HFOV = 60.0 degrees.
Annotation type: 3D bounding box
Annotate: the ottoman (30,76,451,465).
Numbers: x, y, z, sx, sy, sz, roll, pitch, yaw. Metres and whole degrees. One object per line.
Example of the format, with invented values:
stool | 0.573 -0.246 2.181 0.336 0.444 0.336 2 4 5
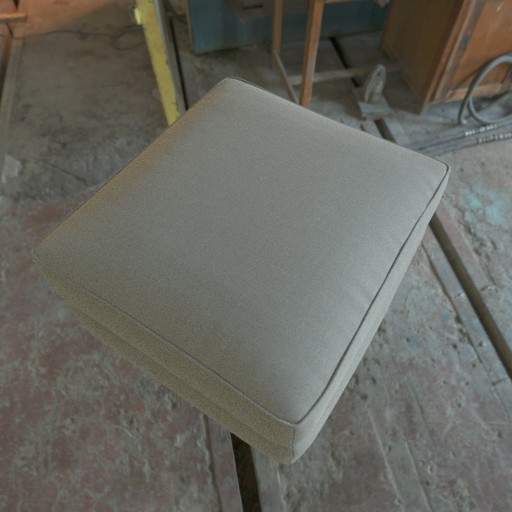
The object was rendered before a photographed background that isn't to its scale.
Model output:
ottoman | 0.000 0.000 1.086 0.662 0.505 0.716 29 61 18
